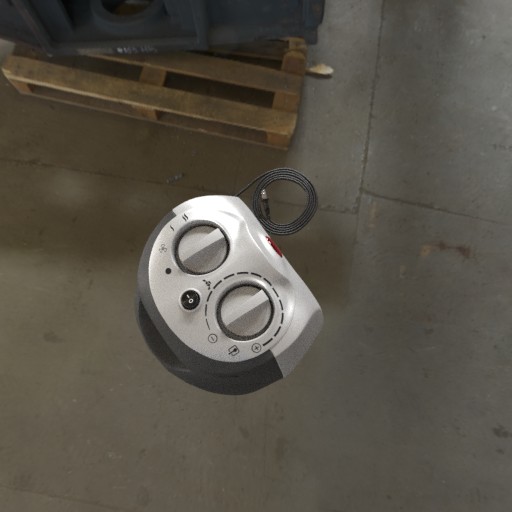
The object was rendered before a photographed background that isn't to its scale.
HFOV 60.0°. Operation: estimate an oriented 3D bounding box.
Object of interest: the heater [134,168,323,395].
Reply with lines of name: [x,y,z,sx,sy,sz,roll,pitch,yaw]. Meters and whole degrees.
heater: [0.000,0.000,0.480,0.291,0.255,0.239,-34,78,-8]
